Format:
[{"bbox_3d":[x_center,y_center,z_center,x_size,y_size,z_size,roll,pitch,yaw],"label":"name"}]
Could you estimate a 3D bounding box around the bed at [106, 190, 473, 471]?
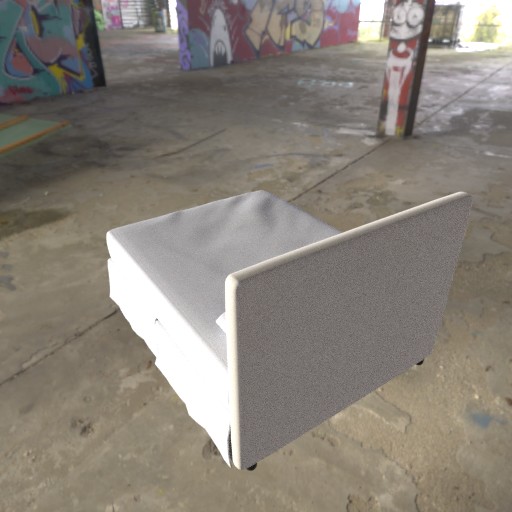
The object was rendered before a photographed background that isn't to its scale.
[{"bbox_3d":[0.000,0.000,3.251,1.713,1.330,2.142,-19,36,-29],"label":"bed"}]
